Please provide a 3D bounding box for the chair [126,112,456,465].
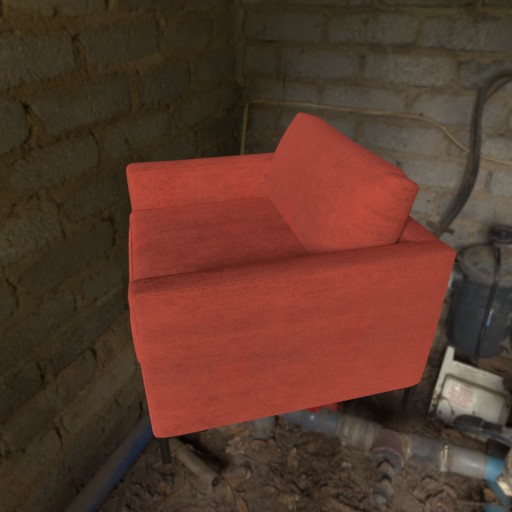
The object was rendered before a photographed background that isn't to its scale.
[{"bbox_3d":[0.000,0.000,1.570,0.875,0.812,0.964,-7,31,-12],"label":"chair"}]
